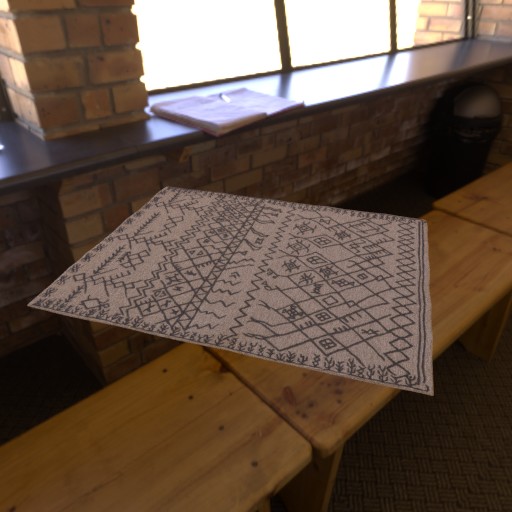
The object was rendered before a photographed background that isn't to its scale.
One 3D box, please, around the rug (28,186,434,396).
[{"bbox_3d":[0.000,0.000,3.284,2.455,0.025,1.964,9,34,14],"label":"rug"}]
